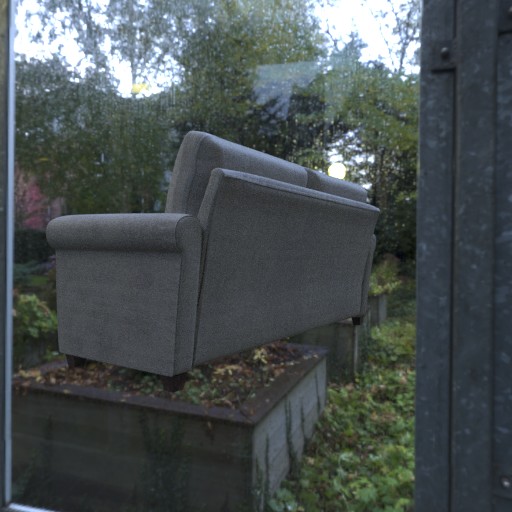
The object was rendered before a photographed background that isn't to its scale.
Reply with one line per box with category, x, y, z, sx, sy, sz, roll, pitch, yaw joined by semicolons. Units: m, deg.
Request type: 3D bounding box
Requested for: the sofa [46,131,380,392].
sofa;0.000;0.000;2.433;0.842;0.942;1.935;0;0;34
